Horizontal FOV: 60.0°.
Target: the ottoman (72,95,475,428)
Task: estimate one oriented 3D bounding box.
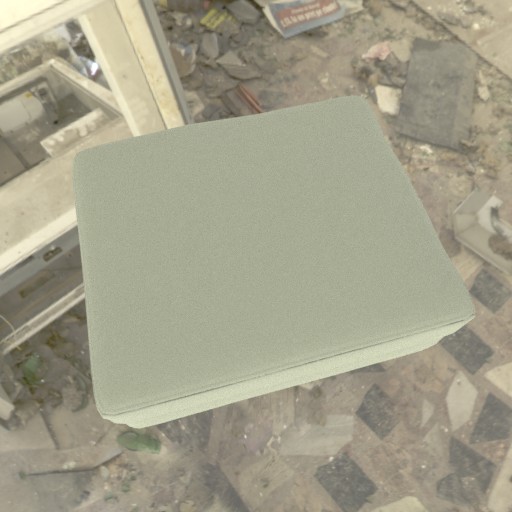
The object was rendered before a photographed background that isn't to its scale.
[{"bbox_3d":[0.000,0.000,1.432,0.991,0.494,0.842,-13,63,-7],"label":"ottoman"}]
